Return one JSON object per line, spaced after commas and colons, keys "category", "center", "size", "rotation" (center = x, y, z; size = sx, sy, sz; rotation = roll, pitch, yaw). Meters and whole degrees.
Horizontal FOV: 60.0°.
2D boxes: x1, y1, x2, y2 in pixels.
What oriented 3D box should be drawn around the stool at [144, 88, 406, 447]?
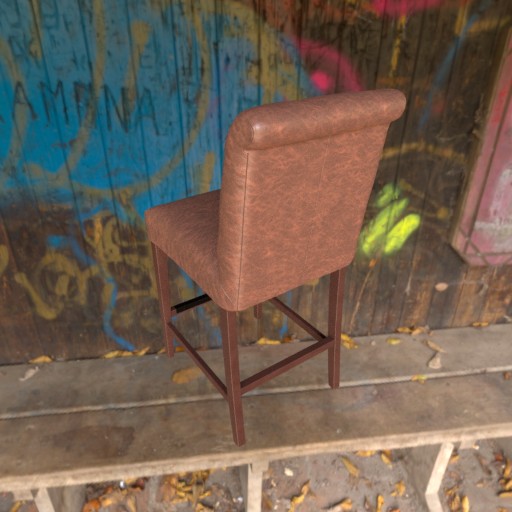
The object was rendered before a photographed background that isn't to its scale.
{"category": "stool", "center": [0.000, 0.000, 1.446], "size": [0.486, 1.084, 0.660], "rotation": [-20, 36, -30]}
